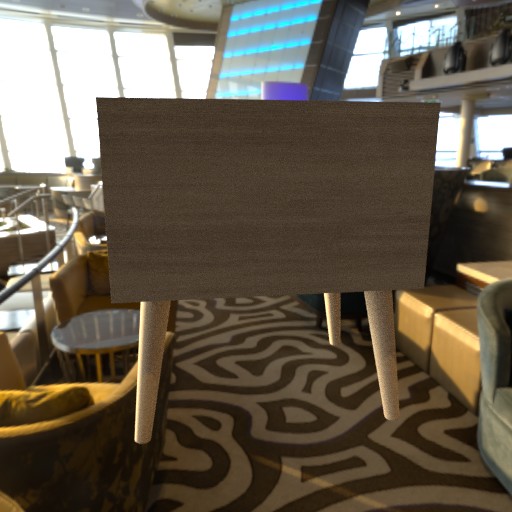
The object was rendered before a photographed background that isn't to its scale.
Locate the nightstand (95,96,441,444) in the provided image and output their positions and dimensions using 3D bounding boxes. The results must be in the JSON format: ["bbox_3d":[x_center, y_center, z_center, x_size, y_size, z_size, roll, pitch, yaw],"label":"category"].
[{"bbox_3d":[0.000,0.000,0.809,0.450,0.500,0.380,-2,13,-8],"label":"nightstand"}]
